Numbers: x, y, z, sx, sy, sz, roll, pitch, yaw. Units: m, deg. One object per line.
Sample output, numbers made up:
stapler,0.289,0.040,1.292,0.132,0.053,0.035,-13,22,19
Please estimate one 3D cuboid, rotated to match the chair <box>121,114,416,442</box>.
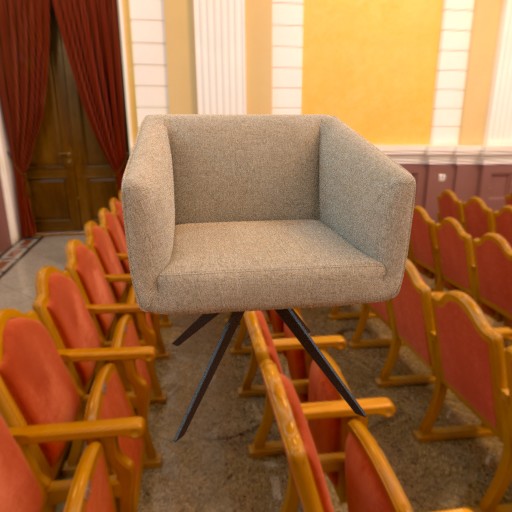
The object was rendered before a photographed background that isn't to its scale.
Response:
chair,0.000,0.000,1.243,0.628,0.760,0.623,-2,17,-8
